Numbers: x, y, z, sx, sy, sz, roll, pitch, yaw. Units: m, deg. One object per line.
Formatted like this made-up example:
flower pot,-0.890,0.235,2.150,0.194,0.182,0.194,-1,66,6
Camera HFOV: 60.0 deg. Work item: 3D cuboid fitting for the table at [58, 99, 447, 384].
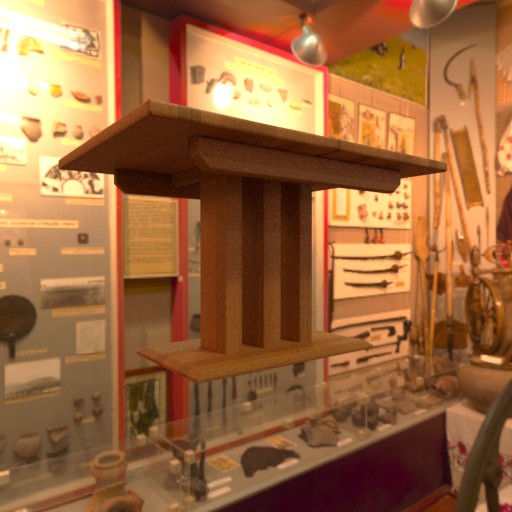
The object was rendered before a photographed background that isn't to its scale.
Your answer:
table,0.000,0.000,1.798,1.300,0.770,0.900,-1,1,-37
